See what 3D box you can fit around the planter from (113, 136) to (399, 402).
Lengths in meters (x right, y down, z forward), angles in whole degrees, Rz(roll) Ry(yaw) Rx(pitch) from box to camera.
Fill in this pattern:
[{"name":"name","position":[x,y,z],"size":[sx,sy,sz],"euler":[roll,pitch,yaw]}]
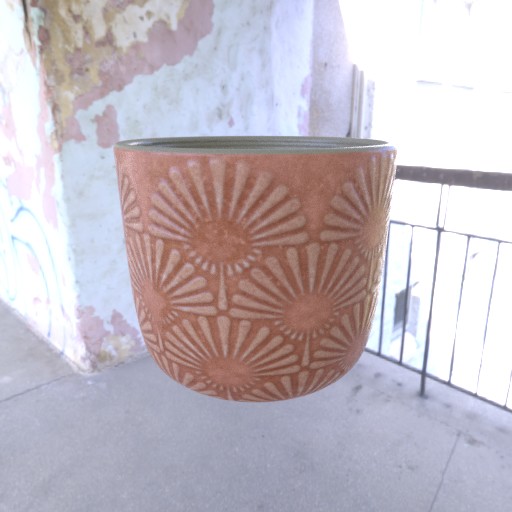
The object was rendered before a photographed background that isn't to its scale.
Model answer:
[{"name":"planter","position":[0.000,0.000,0.217],"size":[0.124,0.109,0.124],"euler":[0,17,0]}]
